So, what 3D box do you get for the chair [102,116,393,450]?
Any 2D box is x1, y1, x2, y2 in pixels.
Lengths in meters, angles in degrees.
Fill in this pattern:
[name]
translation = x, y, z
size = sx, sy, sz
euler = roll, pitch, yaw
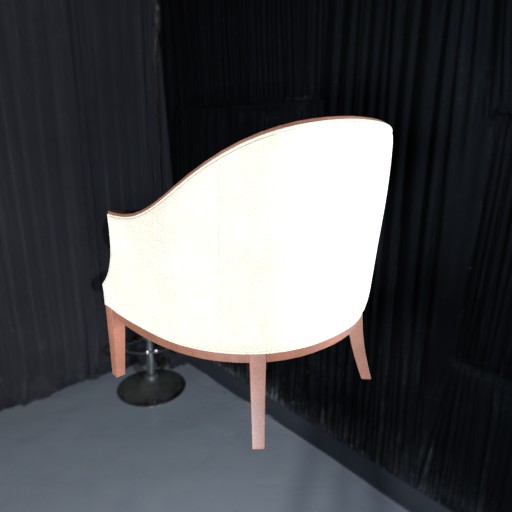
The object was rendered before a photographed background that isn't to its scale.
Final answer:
[chair]
translation = 0.000, 0.000, 1.473
size = 0.803, 0.876, 0.735
euler = -15, 22, -41
